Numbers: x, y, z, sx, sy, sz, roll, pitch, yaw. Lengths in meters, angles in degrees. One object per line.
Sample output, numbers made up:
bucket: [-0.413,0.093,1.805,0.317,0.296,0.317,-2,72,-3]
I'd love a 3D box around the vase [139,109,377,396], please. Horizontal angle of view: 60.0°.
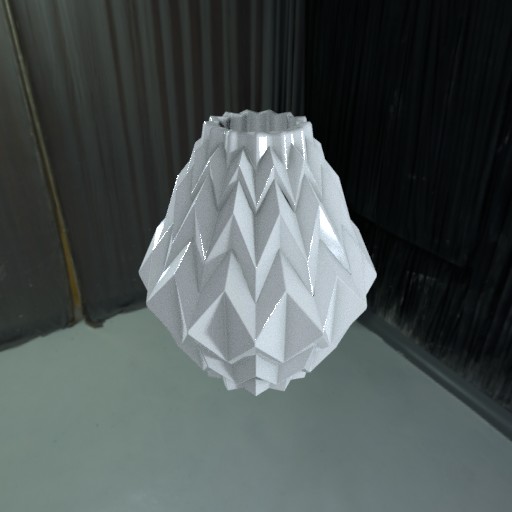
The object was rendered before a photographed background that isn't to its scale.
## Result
vase: [0.000,0.000,0.308,0.164,0.185,0.164,0,30,0]
